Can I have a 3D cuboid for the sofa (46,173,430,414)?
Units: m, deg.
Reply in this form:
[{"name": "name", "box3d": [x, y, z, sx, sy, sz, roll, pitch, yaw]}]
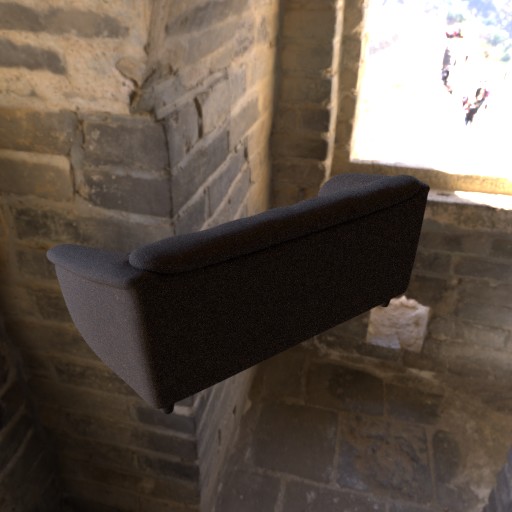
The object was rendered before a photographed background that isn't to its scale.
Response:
[{"name": "sofa", "box3d": [0.000, 0.000, 2.288, 1.849, 0.790, 0.887, -18, 34, -30]}]
